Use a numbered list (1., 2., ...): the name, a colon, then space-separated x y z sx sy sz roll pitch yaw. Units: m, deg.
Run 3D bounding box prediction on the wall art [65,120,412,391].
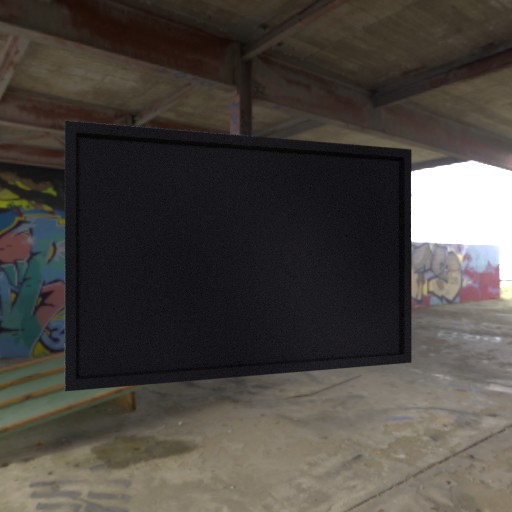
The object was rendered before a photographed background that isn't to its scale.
1. wall art: 0.000 0.000 0.769 0.609 0.406 0.033 0 0 -17
